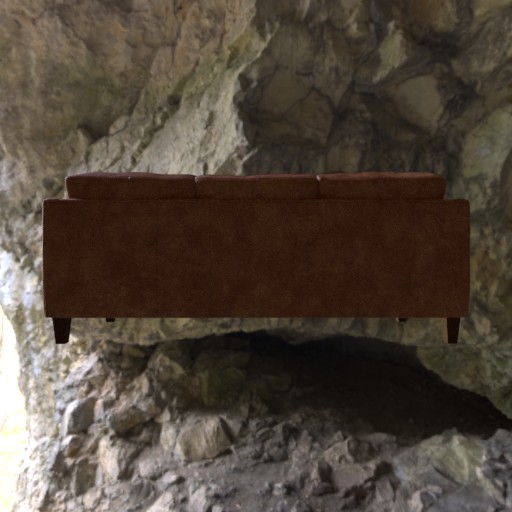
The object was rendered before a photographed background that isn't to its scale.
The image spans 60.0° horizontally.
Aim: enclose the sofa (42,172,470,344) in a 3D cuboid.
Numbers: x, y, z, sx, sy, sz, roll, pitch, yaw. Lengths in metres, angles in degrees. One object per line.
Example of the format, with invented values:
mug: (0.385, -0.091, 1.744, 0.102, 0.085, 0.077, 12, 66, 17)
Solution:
sofa: (0.000, 0.000, 3.026, 2.464, 1.006, 1.045, 0, 0, 0)
